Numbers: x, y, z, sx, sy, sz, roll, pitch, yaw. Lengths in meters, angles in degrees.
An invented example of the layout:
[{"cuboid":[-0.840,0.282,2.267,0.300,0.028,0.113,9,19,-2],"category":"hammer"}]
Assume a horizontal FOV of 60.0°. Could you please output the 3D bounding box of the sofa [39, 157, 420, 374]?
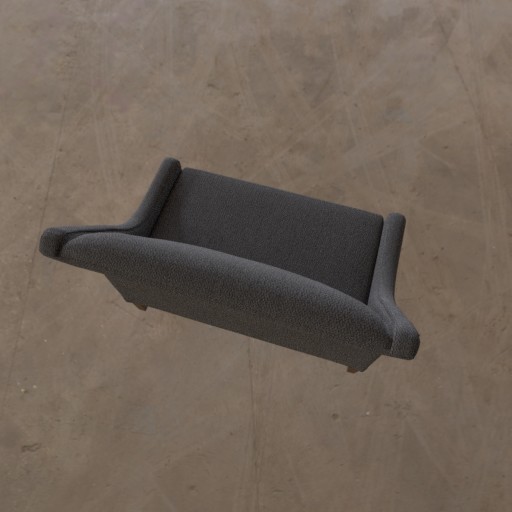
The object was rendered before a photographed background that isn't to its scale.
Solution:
[{"cuboid":[0.000,0.000,1.953,1.242,1.022,0.873,15,63,8],"category":"sofa"}]
